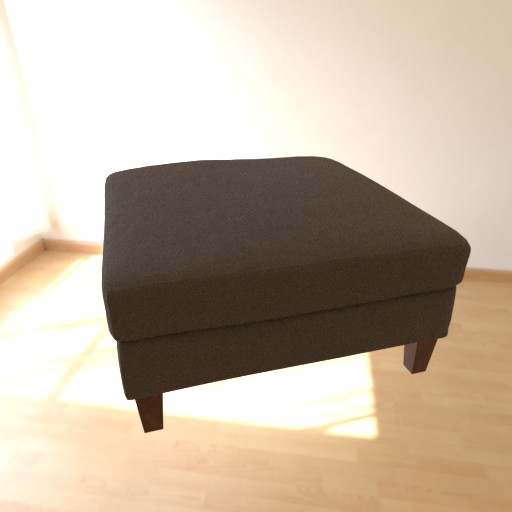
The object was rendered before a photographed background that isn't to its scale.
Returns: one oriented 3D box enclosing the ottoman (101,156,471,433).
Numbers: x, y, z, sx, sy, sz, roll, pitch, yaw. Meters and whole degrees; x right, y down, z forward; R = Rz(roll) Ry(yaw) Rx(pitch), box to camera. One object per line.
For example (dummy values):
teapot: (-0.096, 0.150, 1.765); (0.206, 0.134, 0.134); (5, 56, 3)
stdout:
ottoman: (0.000, 0.000, 1.411); (0.881, 0.482, 0.861); (-7, 28, -15)
